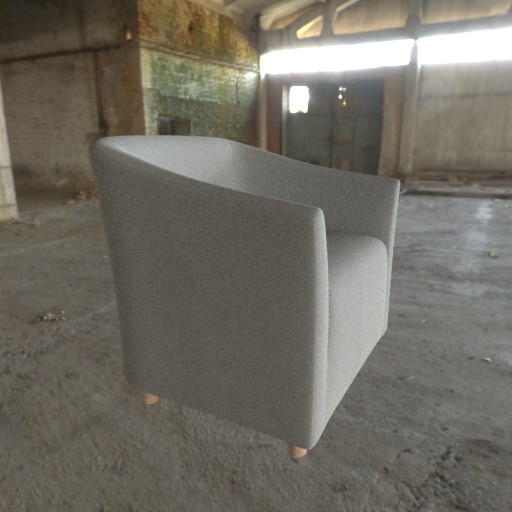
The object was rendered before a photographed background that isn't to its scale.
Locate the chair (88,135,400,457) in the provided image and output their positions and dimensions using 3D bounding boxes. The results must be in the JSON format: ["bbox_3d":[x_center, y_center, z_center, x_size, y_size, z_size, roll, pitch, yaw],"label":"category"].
[{"bbox_3d":[0.000,0.000,1.364,0.700,0.720,0.790,8,16,27],"label":"chair"}]
